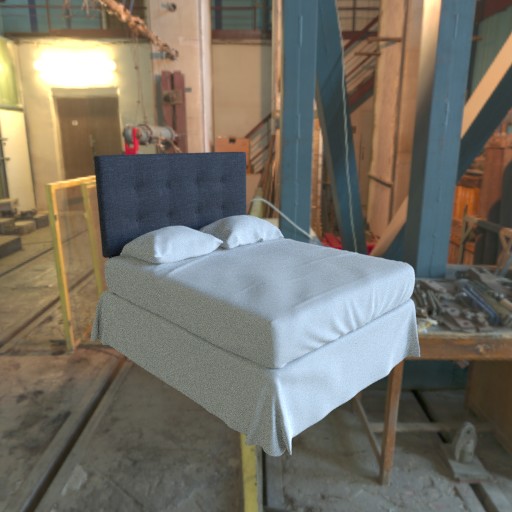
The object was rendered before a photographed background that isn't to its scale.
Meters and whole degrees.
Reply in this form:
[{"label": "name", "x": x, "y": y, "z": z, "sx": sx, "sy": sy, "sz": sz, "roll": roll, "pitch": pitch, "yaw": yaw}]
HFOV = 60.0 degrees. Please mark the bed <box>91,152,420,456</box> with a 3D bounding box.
[{"label": "bed", "x": 0.000, "y": 0.000, "z": 3.577, "sx": 2.222, "sy": 1.577, "sz": 1.936, "roll": 14, "pitch": 20, "yaw": 43}]
